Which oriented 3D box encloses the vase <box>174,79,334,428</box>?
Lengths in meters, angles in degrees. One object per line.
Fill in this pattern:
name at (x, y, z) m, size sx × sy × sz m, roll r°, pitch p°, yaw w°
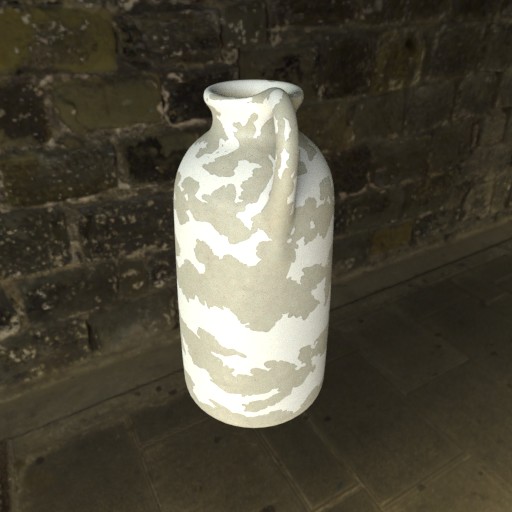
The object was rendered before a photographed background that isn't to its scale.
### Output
vase at (0.000, 0.000, 0.494) m, size 0.186 × 0.382 × 0.203 m, roll -8°, pitch 33°, yaw -13°
